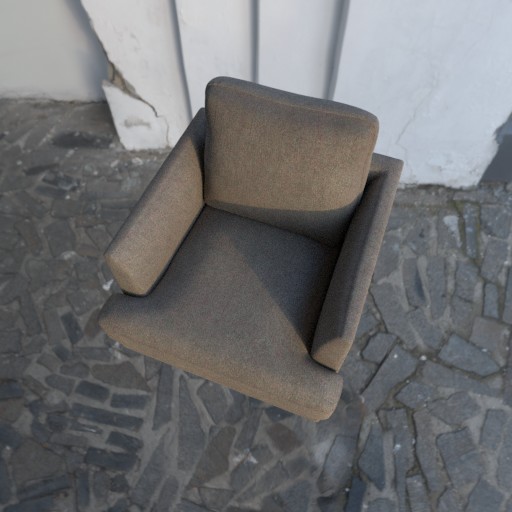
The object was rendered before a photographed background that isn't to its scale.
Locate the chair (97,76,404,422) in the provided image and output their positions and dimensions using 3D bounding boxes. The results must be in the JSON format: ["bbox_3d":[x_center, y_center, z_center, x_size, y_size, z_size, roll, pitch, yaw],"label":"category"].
[{"bbox_3d":[0.000,0.000,1.640,0.858,0.957,0.899,18,60,11],"label":"chair"}]
